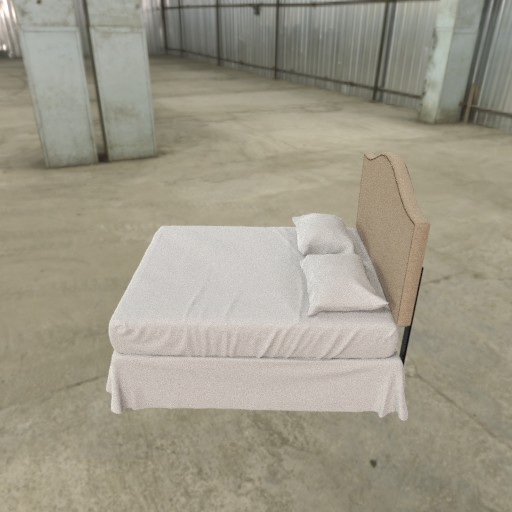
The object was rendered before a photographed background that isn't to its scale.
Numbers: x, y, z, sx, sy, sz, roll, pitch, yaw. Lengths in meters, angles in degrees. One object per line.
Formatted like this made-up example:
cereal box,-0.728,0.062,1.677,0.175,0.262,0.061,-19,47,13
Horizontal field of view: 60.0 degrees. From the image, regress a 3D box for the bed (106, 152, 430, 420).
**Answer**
bed,0.000,0.000,3.561,2.221,1.645,1.876,1,28,1
